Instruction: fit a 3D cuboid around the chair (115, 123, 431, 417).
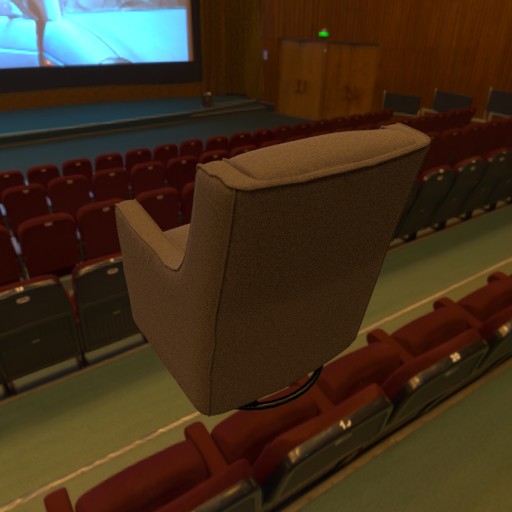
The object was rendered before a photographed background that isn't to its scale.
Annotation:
[{"bbox_3d":[0.000,0.000,1.588,0.732,0.993,0.879,-19,35,-29],"label":"chair"}]
